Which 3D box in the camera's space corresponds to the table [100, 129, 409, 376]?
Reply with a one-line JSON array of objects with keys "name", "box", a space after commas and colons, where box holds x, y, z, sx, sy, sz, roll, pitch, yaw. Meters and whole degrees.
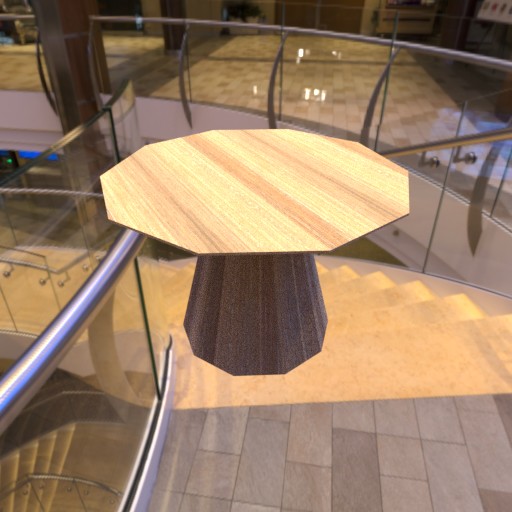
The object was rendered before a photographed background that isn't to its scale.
[{"name": "table", "box": [0.000, 0.000, 1.908, 1.186, 0.752, 1.186, 0, 33, 0]}]
